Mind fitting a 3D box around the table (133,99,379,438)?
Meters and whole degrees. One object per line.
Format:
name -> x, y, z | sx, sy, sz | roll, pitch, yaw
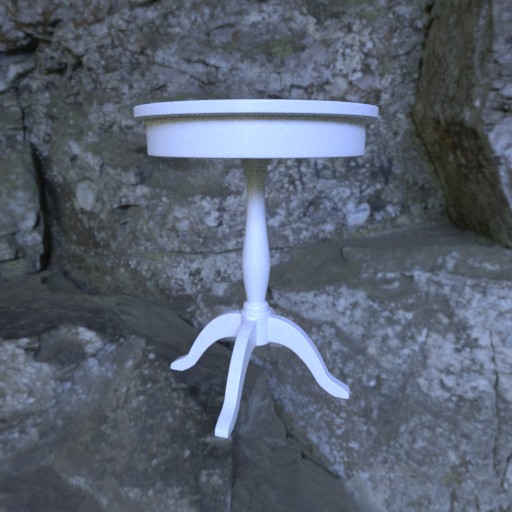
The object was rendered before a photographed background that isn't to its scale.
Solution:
table -> 0.000, 0.000, 1.040 | 0.513, 0.653, 0.513 | 0, 14, 0
